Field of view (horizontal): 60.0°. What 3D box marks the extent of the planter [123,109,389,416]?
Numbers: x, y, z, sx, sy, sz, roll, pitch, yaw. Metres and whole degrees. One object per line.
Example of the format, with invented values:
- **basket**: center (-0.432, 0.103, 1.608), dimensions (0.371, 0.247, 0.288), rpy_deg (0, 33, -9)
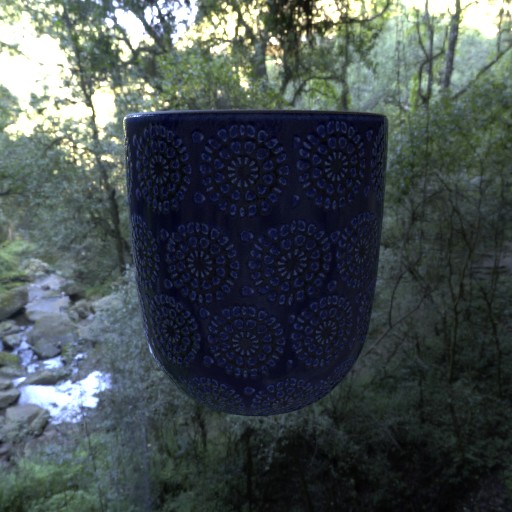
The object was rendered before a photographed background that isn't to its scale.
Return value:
- **planter**: center (0.000, 0.000, 0.342), dimensions (0.184, 0.206, 0.184), rpy_deg (0, 15, 0)
